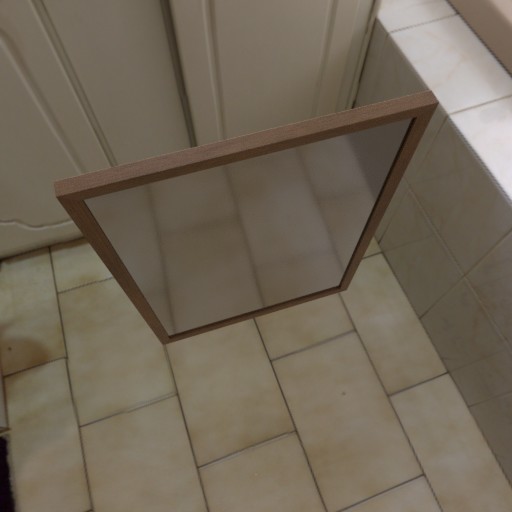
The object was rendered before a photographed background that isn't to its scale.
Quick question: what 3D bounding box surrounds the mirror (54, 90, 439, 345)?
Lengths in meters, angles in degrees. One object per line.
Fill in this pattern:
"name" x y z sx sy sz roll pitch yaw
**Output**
"mirror" 0.000 0.000 1.306 0.762 1.016 0.040 -16 65 -8
